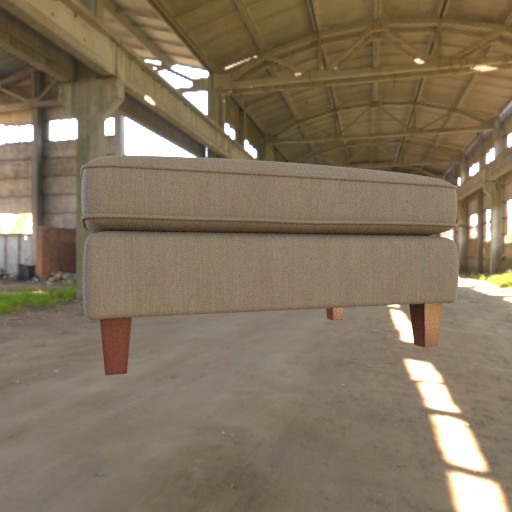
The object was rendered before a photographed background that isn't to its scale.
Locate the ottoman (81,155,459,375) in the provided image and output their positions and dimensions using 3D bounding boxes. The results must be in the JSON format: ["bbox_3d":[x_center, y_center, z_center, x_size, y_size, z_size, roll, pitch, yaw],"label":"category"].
[{"bbox_3d":[0.000,0.000,1.290,0.941,0.480,0.636,0,1,-19],"label":"ottoman"}]
